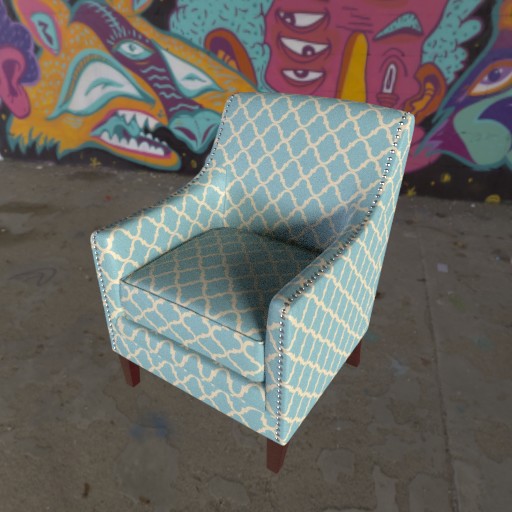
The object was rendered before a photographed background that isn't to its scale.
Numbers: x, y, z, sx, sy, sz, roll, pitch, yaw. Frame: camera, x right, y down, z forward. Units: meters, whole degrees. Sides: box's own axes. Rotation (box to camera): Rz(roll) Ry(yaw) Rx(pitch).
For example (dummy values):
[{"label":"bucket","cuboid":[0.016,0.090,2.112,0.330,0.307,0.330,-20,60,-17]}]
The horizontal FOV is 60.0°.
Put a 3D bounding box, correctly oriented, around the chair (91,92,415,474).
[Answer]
[{"label":"chair","cuboid":[0.000,0.000,1.317,0.617,0.817,0.686,18,34,29]}]
